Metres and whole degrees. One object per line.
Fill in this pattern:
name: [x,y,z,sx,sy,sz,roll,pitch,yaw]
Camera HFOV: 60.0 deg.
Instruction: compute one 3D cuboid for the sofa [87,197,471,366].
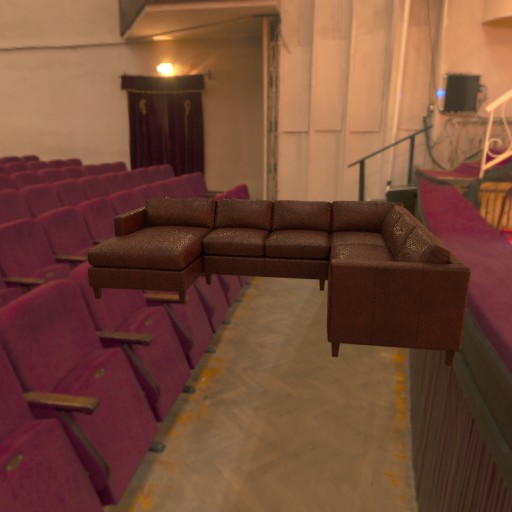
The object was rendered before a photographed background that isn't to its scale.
sofa: [0.000,0.000,4.462,3.324,0.891,2.452,2,15,9]
